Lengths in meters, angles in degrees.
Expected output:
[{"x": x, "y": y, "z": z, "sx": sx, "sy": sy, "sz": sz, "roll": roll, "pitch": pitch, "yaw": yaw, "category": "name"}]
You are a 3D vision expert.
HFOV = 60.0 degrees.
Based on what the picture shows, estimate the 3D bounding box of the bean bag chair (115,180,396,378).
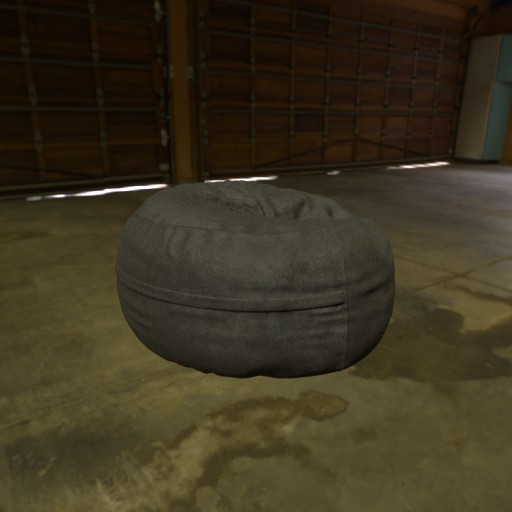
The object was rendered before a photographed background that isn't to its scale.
[{"x": 0.000, "y": 0.000, "z": 2.495, "sx": 1.525, "sy": 0.751, "sz": 1.525, "roll": 0, "pitch": 17, "yaw": 0, "category": "bean bag chair"}]
